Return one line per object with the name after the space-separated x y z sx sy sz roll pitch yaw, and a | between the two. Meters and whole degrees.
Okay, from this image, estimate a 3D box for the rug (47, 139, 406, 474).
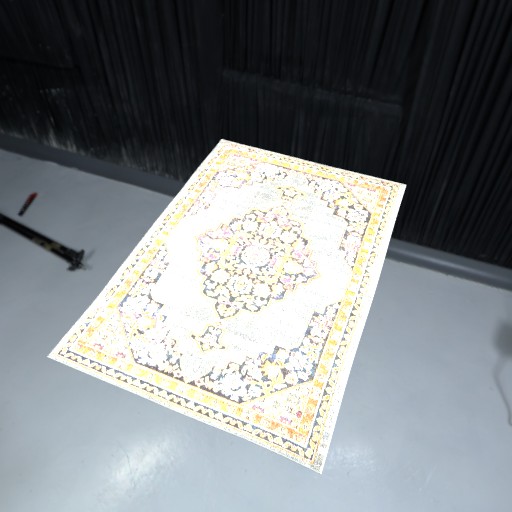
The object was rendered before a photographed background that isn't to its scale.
0.000 0.000 3.786 2.043 0.026 2.901 17 51 15 | rug
